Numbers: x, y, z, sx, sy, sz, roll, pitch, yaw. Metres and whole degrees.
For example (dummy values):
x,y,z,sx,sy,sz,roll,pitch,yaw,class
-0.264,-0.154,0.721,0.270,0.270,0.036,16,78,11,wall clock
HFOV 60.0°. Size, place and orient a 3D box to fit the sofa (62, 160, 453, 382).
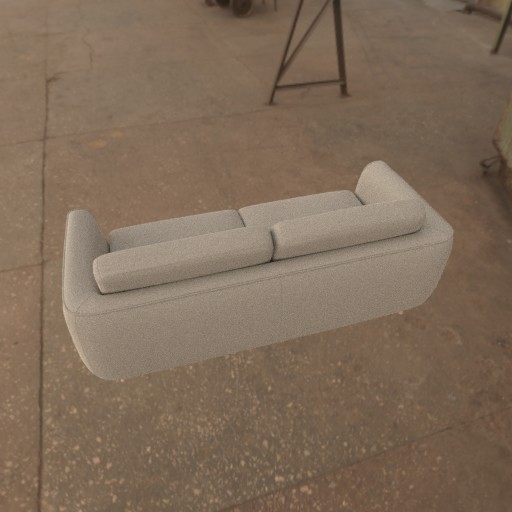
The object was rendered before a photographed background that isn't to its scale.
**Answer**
x,y,z,sx,sy,sz,roll,pitch,yaw,class
0.000,0.000,2.520,2.000,0.850,0.920,-11,43,-12,sofa
